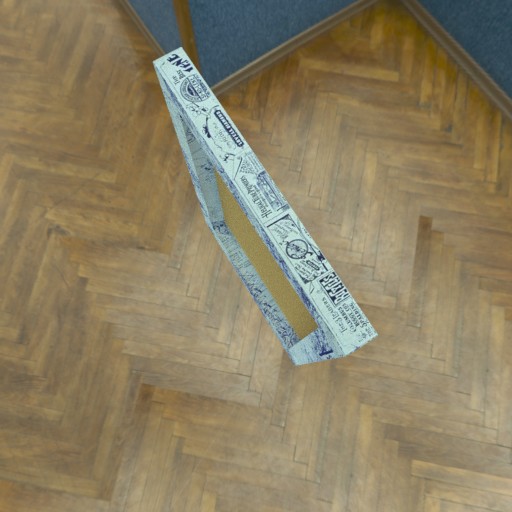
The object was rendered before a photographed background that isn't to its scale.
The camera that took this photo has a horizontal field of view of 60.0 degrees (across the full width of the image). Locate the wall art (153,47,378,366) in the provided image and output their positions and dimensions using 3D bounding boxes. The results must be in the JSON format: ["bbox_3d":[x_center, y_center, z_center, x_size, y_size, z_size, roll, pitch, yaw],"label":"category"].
[{"bbox_3d":[0.000,0.000,0.489,0.025,0.376,0.255,-31,77,-8],"label":"wall art"}]
